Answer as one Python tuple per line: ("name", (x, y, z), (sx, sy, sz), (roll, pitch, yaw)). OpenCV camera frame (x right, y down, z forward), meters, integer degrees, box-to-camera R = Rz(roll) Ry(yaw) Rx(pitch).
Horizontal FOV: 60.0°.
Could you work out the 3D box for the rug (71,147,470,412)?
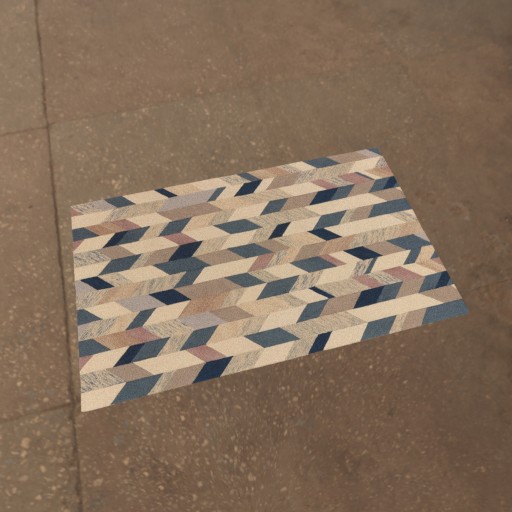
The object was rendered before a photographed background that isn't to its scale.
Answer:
("rug", (0.000, 0.000, 3.035), (2.423, 0.008, 1.513), (-12, 59, -7))
